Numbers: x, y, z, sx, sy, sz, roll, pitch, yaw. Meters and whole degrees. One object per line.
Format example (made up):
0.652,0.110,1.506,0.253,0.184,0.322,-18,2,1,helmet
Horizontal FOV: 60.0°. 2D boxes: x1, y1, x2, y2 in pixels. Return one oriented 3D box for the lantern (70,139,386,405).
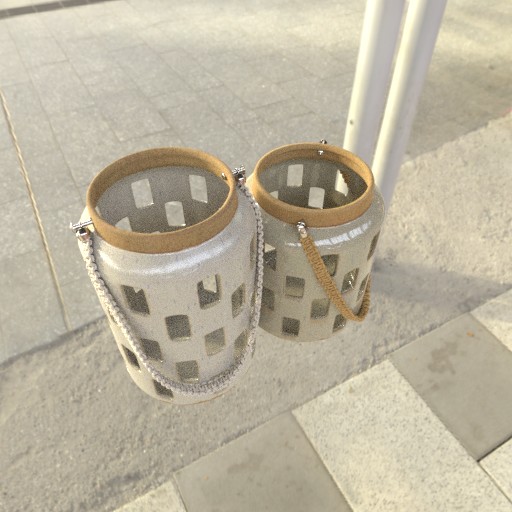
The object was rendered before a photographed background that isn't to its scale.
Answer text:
0.000,0.000,0.503,0.347,0.255,0.184,-23,50,-21,lantern
